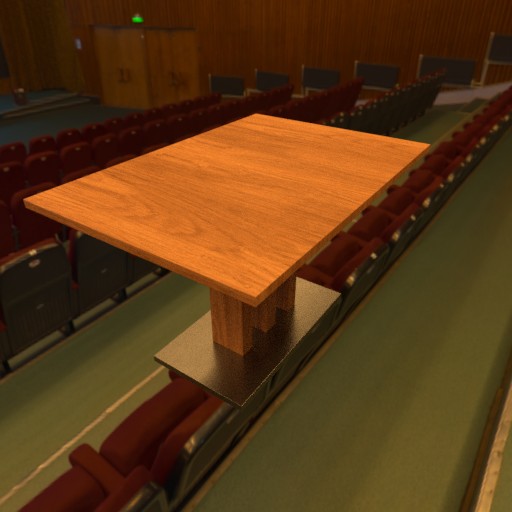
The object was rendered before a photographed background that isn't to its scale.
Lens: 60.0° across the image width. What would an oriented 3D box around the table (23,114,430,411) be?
[{"bbox_3d":[0.000,0.000,1.847,0.900,0.770,1.300,20,37,29],"label":"table"}]
